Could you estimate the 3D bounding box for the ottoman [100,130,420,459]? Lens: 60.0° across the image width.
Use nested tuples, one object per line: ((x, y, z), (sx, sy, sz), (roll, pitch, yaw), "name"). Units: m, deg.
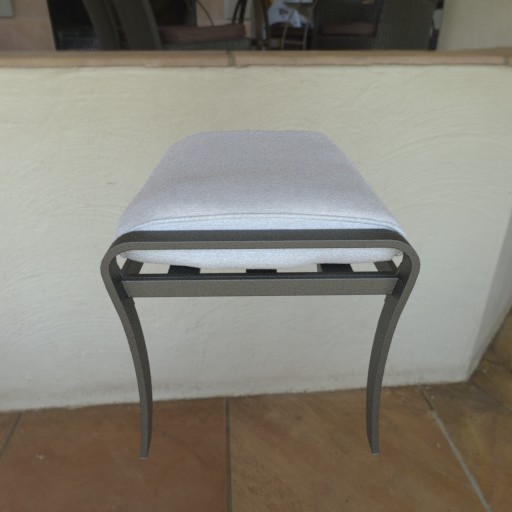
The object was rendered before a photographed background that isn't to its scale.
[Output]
((0.000, 0.000, 0.892), (0.406, 0.422, 0.610), (-1, 26, -1), "ottoman")
